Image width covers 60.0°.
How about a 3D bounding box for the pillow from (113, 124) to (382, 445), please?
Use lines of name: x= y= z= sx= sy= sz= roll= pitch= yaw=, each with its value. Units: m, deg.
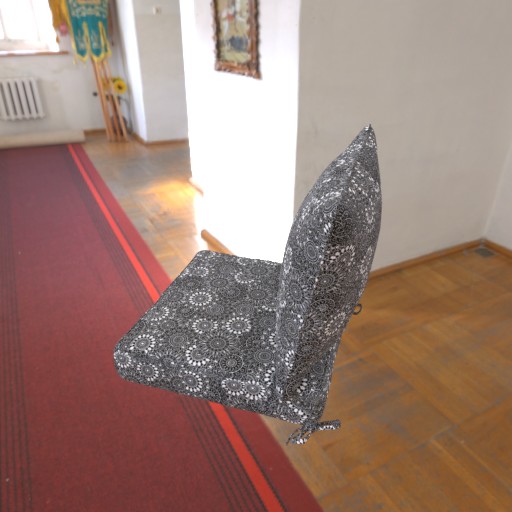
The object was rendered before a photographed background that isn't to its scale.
pillow: x=0.000 y=0.000 z=1.429 sx=0.740 sy=0.722 sz=0.798 roll=9 pitch=31 yaw=15
